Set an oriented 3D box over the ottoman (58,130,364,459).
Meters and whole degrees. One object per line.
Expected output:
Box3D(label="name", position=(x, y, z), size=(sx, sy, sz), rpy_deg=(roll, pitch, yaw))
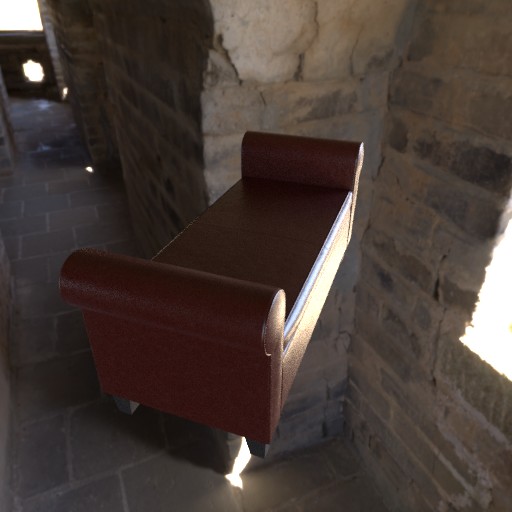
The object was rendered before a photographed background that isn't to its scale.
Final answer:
Box3D(label="ottoman", position=(0.000, 0.000, 1.553), size=(0.521, 0.547, 1.256), rpy_deg=(11, 32, 17))
